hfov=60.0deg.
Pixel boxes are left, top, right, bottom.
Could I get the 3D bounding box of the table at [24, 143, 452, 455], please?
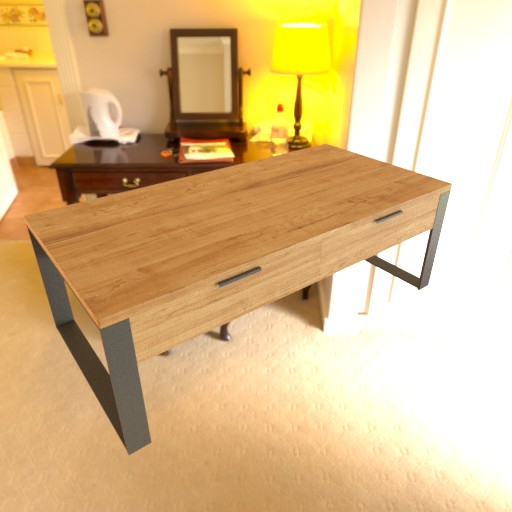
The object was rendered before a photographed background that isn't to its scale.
[{"bbox_3d":[0.000,0.000,1.440,1.180,0.400,0.590,-21,36,-31],"label":"table"}]
